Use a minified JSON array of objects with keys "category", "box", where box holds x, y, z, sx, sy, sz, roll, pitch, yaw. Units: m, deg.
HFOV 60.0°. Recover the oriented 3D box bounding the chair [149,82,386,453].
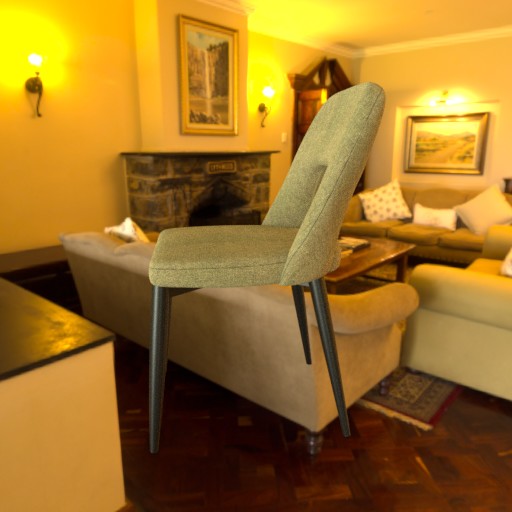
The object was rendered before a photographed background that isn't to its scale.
[{"category":"chair","box":[0.000,0.000,1.275,0.612,0.931,0.470,-2,14,-8]}]
